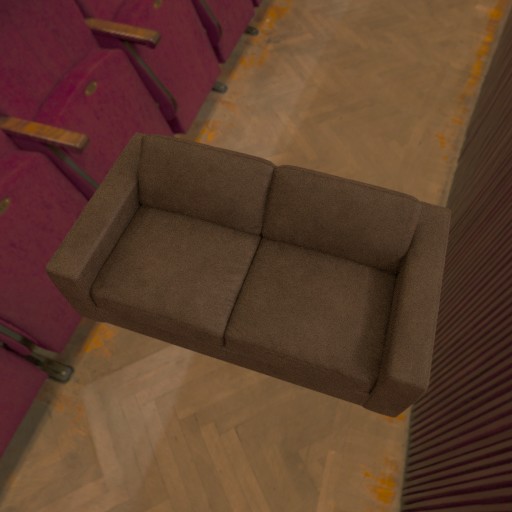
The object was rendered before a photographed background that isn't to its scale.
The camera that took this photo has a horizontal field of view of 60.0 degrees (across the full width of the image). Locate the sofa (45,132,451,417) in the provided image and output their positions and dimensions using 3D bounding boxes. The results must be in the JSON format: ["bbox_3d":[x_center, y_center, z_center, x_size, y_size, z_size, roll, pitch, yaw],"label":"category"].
[{"bbox_3d":[0.000,0.000,2.453,1.920,0.800,1.070,16,59,10],"label":"sofa"}]
